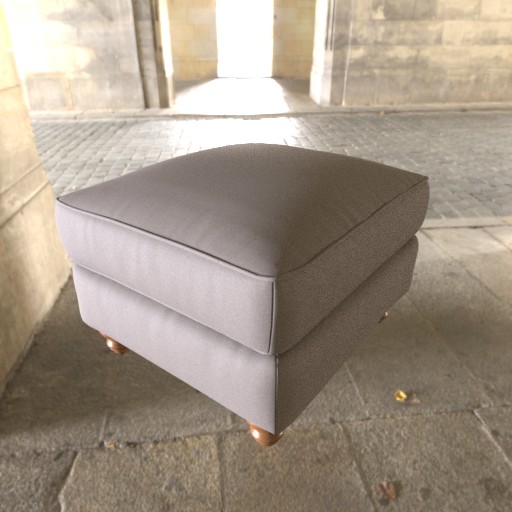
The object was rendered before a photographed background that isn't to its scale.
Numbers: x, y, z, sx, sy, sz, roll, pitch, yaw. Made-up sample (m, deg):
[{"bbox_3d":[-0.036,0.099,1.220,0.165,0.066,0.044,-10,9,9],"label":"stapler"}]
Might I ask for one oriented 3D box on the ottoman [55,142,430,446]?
[{"bbox_3d":[0.000,0.000,1.151,0.662,0.505,0.721,19,33,33],"label":"ottoman"}]
